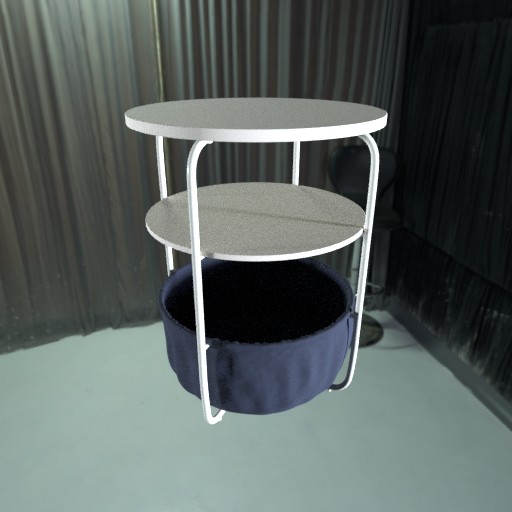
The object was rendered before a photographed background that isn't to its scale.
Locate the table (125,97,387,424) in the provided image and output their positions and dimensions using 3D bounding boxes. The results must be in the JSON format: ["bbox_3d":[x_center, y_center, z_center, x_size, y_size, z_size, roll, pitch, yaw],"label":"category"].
[{"bbox_3d":[0.000,0.000,0.843,0.418,0.532,0.418,-9,26,-18],"label":"table"}]
